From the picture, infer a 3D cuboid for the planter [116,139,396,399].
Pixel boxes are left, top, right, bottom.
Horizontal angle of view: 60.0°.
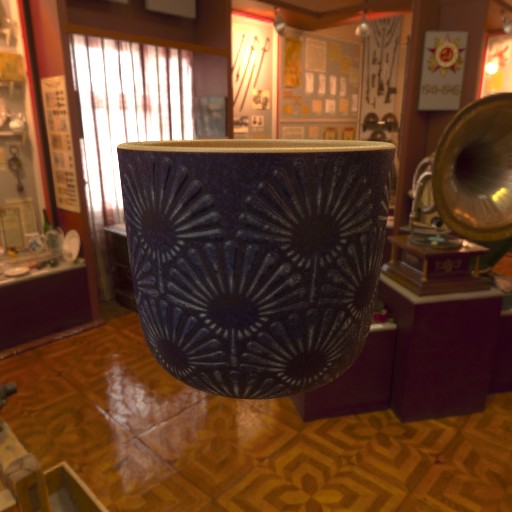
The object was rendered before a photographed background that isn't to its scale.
[{"bbox_3d":[0.000,0.000,0.220,0.124,0.109,0.124,0,16,0],"label":"planter"}]
